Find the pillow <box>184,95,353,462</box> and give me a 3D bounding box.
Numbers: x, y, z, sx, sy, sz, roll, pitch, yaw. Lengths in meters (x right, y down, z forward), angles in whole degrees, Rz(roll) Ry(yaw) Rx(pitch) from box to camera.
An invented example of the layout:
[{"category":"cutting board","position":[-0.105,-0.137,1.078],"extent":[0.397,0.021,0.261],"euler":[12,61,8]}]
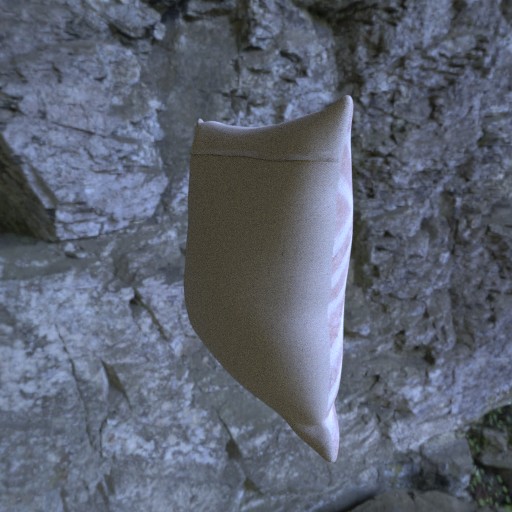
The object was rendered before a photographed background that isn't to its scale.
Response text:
[{"category":"pillow","position":[0.000,0.000,0.692],"extent":[0.182,0.441,0.440],"euler":[-8,17,-28]}]
